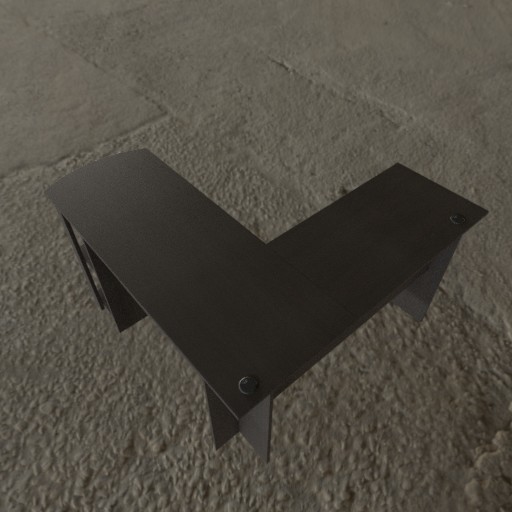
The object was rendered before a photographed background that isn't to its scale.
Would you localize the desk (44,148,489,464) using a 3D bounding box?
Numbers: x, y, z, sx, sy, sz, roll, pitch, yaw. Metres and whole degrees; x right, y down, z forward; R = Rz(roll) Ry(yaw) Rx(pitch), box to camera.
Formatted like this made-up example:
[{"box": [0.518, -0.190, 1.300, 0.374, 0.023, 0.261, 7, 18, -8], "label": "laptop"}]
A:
[{"box": [0.000, 0.000, 2.100, 1.303, 0.716, 1.361, -32, 54, -27], "label": "desk"}]
